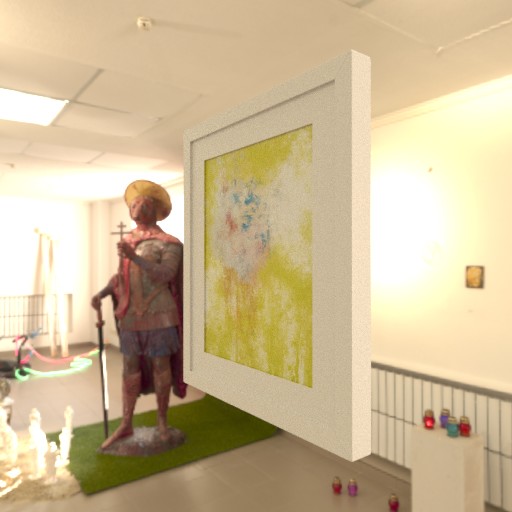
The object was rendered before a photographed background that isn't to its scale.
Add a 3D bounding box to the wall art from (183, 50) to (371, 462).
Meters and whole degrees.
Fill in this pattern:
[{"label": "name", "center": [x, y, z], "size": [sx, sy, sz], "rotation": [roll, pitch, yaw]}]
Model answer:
[{"label": "wall art", "center": [0.000, 0.000, 0.548], "size": [0.028, 0.381, 0.331], "rotation": [0, 0, -37]}]
